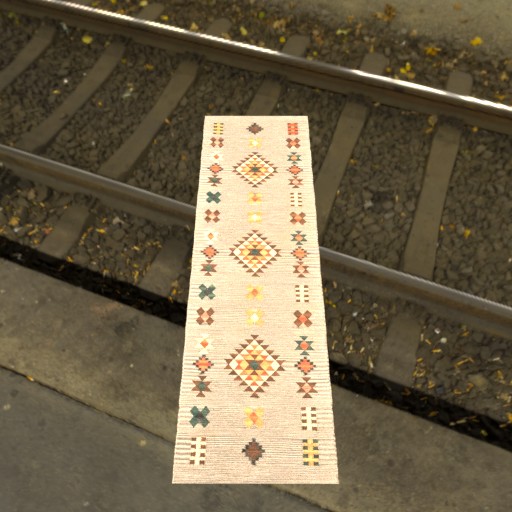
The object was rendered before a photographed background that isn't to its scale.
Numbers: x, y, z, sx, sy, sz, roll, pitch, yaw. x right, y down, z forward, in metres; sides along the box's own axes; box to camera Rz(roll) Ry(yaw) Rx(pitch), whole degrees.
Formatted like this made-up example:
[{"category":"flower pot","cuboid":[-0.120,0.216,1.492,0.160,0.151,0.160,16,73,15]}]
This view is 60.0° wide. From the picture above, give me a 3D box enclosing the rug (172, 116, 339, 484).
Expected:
[{"category":"rug","cuboid":[0.000,0.000,2.656,0.766,0.008,2.432,0,59,0]}]
